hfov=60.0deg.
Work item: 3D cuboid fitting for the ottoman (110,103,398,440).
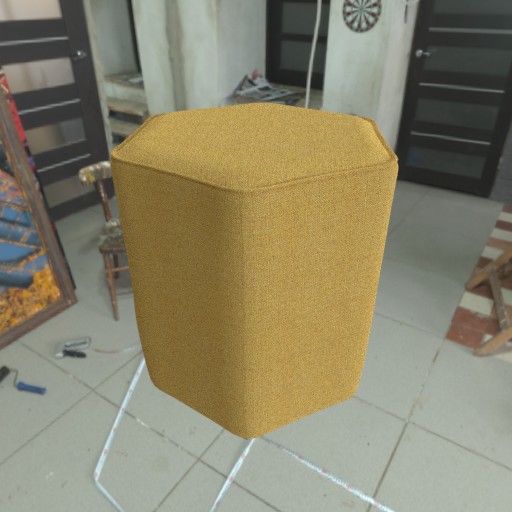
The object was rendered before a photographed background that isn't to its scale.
[{"bbox_3d":[0.000,0.000,0.876,0.443,0.502,0.494,2,31,4],"label":"ottoman"}]
